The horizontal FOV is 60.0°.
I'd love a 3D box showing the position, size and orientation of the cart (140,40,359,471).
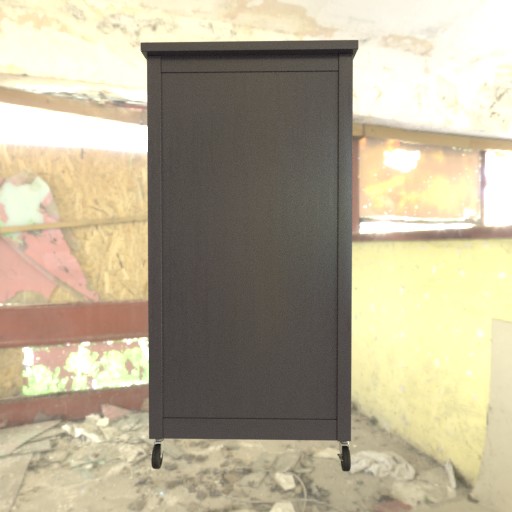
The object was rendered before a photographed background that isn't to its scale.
[{"bbox_3d":[0.000,0.000,1.241,0.449,0.878,0.690,0,1,1],"label":"cart"}]
